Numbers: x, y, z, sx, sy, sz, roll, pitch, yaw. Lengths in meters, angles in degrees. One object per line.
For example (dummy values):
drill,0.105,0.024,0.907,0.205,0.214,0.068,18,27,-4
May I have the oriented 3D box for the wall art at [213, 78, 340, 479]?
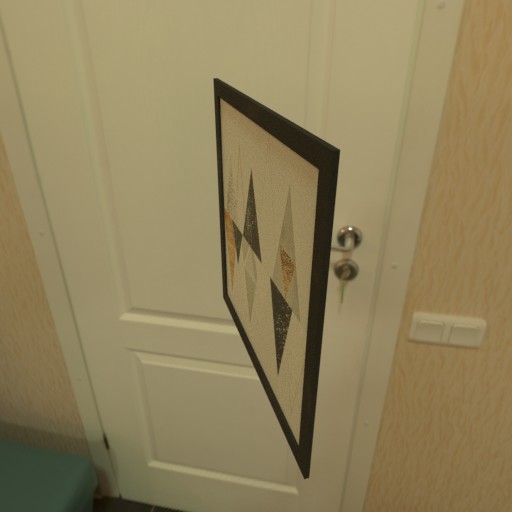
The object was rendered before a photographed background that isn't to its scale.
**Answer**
wall art,0.000,0.000,1.237,0.013,0.823,0.823,-9,31,-15
